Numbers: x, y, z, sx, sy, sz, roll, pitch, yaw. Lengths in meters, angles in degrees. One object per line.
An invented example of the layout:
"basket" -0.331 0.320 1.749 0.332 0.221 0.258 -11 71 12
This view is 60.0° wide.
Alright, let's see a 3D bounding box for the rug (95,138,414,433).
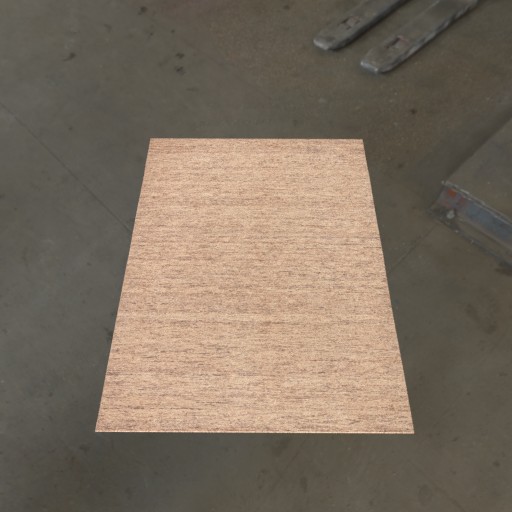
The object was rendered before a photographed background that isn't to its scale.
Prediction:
"rug" 0.000 0.000 4.256 2.448 0.013 3.205 0 57 0
